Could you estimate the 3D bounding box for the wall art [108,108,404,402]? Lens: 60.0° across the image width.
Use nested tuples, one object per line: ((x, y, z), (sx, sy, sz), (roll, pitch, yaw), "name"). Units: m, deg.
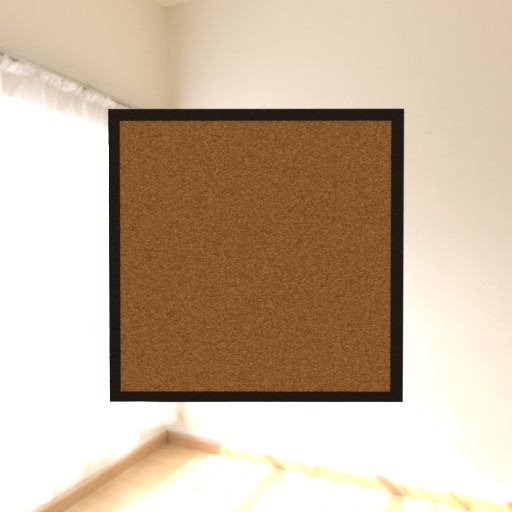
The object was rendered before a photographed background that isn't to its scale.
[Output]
((0.000, 0.000, 0.778), (0.506, 0.503, 0.036), (0, 1, 0), "wall art")
